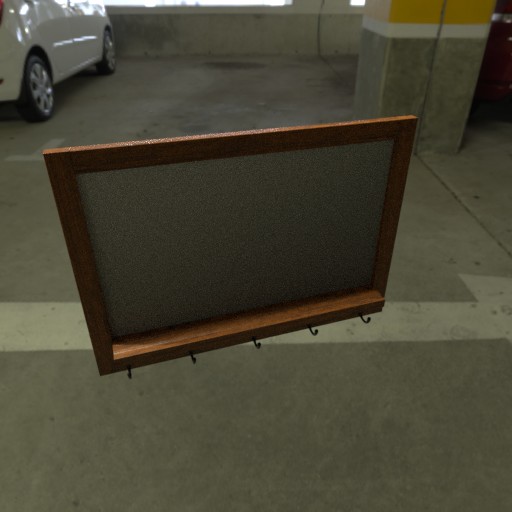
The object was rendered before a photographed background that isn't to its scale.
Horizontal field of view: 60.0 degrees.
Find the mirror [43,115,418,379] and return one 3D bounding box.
[{"bbox_3d":[0.000,0.000,0.986,0.758,0.537,0.084,-10,33,-16],"label":"mirror"}]
